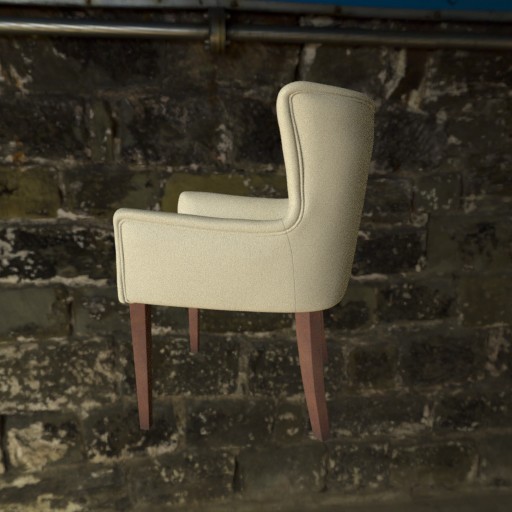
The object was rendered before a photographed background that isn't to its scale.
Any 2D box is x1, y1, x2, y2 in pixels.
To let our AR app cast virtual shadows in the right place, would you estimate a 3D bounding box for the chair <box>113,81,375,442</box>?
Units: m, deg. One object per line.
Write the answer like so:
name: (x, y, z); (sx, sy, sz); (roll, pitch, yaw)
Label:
chair: (0.000, 0.000, 1.413); (0.686, 0.952, 0.660); (2, 13, 8)
